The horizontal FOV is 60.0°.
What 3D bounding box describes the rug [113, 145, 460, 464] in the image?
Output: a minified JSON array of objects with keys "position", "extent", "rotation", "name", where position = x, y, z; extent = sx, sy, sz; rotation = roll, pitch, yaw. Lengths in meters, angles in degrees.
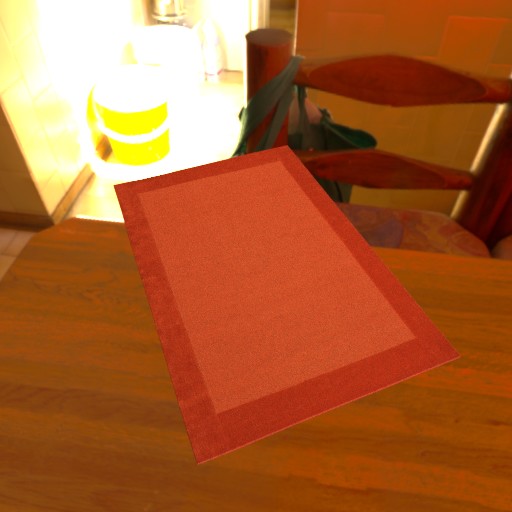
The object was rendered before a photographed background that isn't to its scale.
[{"position":[0.000,0.000,2.394],"extent":[1.219,0.014,1.829],"rotation":[-16,49,-15],"name":"rug"}]
